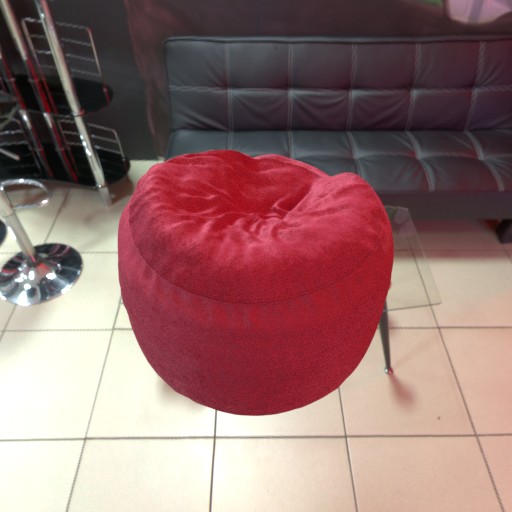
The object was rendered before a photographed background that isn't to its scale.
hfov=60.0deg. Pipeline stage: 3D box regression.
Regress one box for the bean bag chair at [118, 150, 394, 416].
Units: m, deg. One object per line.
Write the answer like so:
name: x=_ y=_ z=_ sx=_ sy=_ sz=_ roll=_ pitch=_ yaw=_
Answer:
bean bag chair: x=0.000 y=0.000 z=2.028 sx=1.218 sy=0.788 sz=1.218 roll=0 pitch=46 yaw=0
